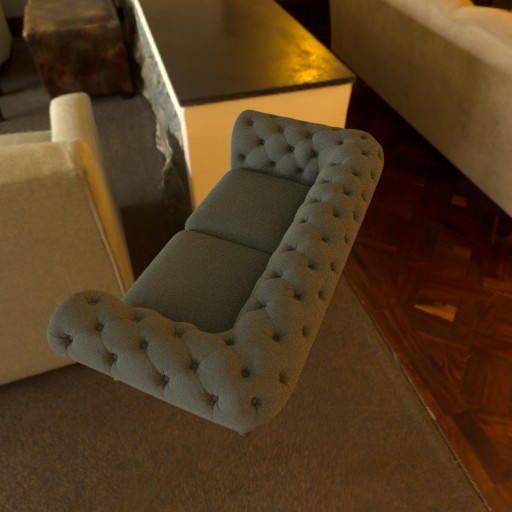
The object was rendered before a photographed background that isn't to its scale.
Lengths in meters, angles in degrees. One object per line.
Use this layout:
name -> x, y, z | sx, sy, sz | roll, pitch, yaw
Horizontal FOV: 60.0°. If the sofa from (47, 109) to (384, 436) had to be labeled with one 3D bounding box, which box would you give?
sofa -> 0.000, 0.000, 2.438 | 0.986, 0.764, 1.998 | 17, 48, 16
